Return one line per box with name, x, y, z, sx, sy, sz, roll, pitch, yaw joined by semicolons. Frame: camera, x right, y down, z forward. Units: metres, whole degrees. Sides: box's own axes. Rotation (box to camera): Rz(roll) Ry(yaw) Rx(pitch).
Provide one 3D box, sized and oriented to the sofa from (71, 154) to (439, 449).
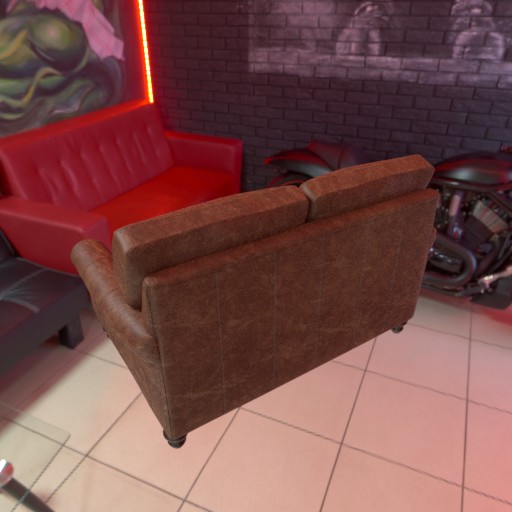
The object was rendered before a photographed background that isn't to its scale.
sofa;0.000;0.000;2.219;1.616;0.967;0.990;-18;34;-29
